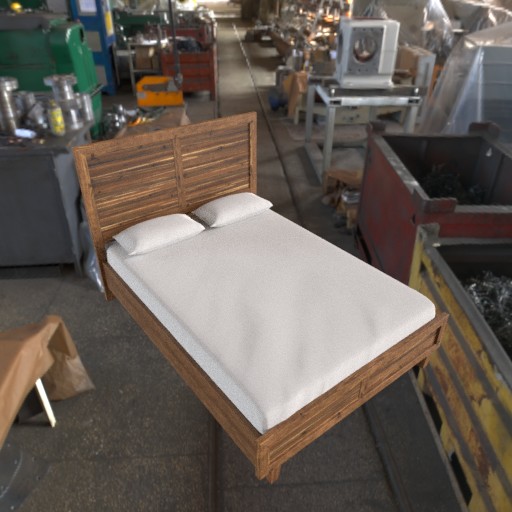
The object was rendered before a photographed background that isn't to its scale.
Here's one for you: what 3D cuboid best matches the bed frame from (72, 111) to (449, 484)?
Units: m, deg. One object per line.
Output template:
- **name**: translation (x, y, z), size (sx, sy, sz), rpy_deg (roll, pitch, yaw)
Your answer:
- **bed frame**: translation (0.000, 0.000, 3.328), size (1.696, 1.417, 2.276), rpy_deg (-22, 38, -31)
